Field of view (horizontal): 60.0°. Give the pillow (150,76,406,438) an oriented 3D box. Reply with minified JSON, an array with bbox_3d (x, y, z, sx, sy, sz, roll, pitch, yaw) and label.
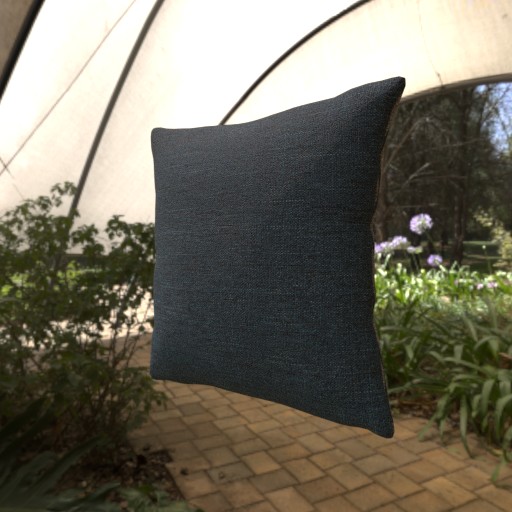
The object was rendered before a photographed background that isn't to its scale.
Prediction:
[{"bbox_3d":[0.000,0.000,0.651,0.435,0.435,0.159,0,1,34],"label":"pillow"}]
